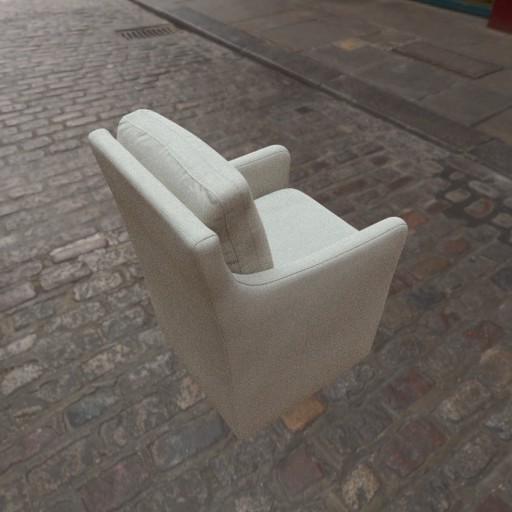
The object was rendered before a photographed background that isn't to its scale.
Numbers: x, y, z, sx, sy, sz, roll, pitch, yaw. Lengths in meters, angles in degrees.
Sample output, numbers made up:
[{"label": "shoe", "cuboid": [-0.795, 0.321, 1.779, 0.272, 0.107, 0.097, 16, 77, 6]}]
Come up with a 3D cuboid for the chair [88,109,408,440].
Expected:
[{"label": "chair", "cuboid": [0.000, 0.000, 1.405, 0.694, 0.914, 0.626, -25, 47, -26]}]
